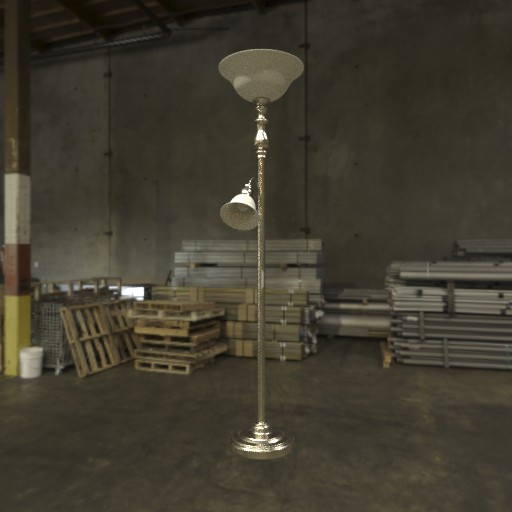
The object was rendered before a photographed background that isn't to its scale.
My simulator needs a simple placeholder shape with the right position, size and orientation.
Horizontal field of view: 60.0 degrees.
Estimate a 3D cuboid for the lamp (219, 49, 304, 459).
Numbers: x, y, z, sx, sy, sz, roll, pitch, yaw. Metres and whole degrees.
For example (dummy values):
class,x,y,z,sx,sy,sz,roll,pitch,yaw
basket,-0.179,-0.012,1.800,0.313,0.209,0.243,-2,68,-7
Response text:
class,x,y,z,sx,sy,sz,roll,pitch,yaw
lamp,0.000,0.000,2.027,0.405,1.785,0.575,0,-1,17
